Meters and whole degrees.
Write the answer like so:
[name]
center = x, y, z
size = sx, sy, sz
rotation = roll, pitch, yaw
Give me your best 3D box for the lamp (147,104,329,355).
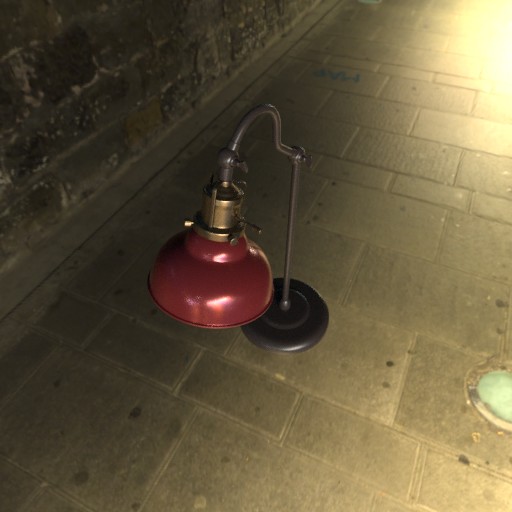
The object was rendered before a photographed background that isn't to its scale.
[lamp]
center = 0.000, 0.000, 0.709
size = 0.192, 0.508, 0.374
rotation = 31, 54, 27
